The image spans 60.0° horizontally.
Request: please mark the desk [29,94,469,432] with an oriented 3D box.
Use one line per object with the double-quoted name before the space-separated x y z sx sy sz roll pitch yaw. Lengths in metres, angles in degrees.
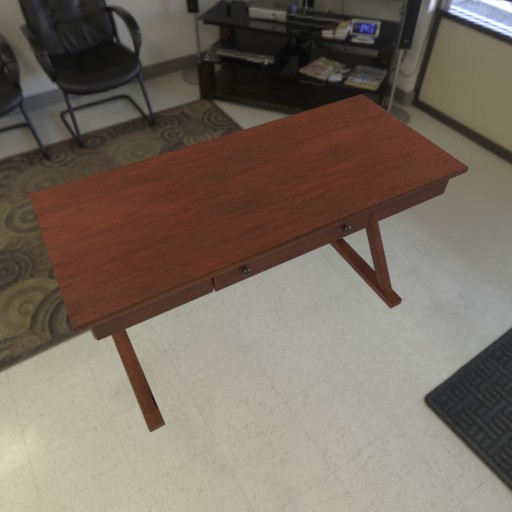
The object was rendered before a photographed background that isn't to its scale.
"desk" 0.000 0.000 1.780 1.372 0.761 0.600 -22 51 -19
